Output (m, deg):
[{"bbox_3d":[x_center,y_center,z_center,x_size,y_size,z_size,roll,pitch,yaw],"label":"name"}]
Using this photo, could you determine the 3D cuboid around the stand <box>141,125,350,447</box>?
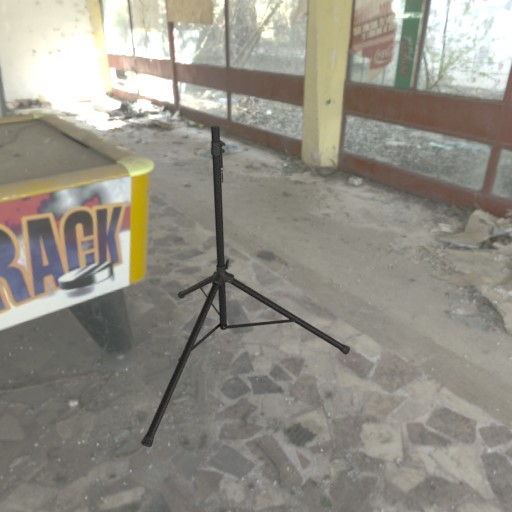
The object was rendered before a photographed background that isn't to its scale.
[{"bbox_3d":[0.000,0.000,2.795,1.339,1.595,1.596,0,27,0],"label":"stand"}]
